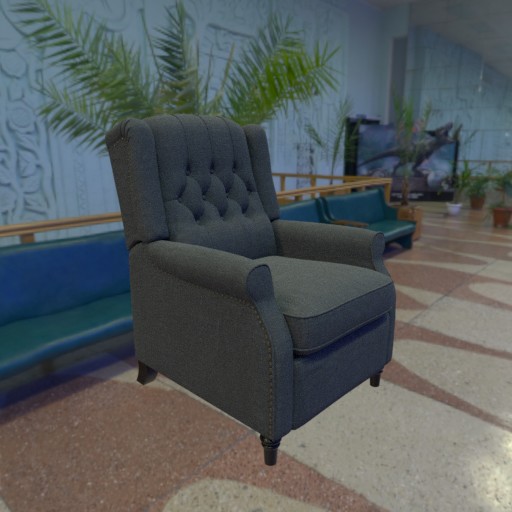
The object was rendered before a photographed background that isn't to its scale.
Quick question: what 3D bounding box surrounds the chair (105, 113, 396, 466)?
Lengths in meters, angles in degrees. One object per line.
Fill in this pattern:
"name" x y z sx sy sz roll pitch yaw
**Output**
"chair" 0.000 0.000 1.642 0.898 1.035 0.742 13 19 42
